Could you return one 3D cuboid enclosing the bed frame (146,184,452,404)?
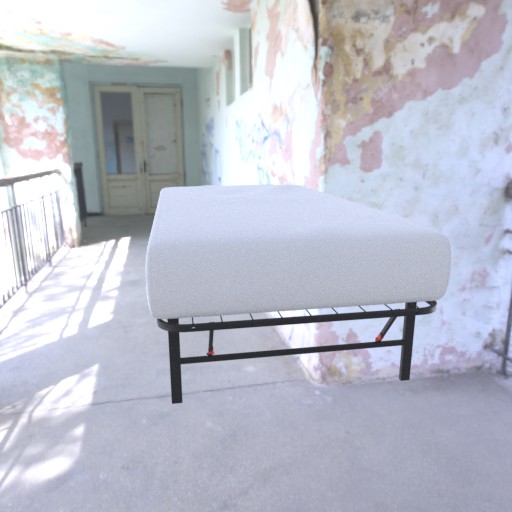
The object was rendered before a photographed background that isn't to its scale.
[{"bbox_3d":[0.000,0.000,2.353,1.025,0.640,1.908,-3,14,-10],"label":"bed frame"}]
